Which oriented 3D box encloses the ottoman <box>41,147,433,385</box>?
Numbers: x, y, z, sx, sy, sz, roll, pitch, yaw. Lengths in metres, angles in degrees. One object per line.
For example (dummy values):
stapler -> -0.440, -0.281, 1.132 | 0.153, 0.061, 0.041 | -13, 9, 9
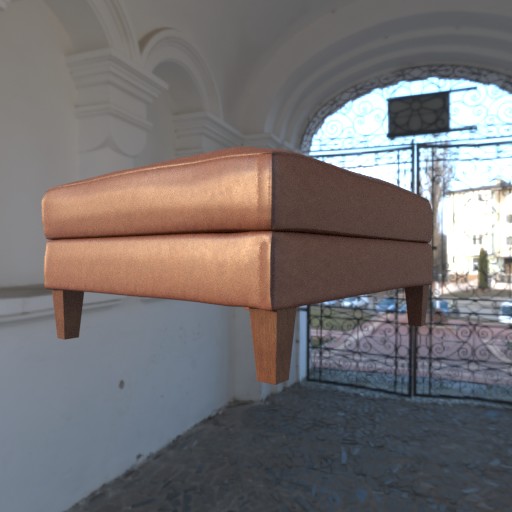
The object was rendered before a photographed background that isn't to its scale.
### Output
ottoman -> 0.000, 0.000, 1.399 | 0.836, 0.472, 0.987 | 0, 0, 37
